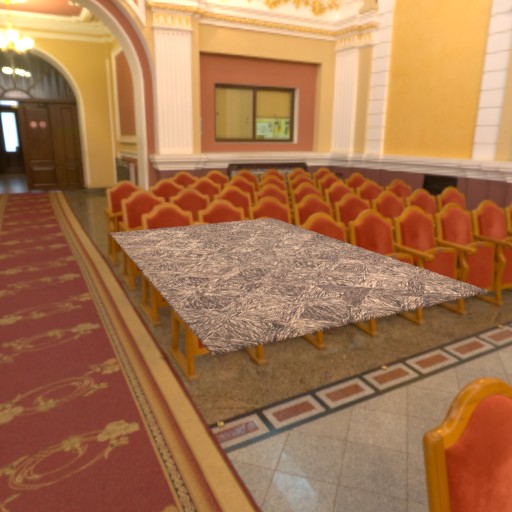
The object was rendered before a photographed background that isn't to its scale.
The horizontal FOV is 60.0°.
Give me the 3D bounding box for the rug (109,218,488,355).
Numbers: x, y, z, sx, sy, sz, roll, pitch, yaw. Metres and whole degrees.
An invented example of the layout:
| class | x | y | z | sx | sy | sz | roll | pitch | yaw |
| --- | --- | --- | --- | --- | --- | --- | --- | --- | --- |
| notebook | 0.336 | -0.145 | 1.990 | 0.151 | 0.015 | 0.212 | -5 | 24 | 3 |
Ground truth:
| class | x | y | z | sx | sy | sz | roll | pitch | yaw |
| --- | --- | --- | --- | --- | --- | --- | --- | --- | --- |
| rug | 0.000 | 0.000 | 2.299 | 1.189 | 0.011 | 1.808 | -8 | 17 | -26 |
